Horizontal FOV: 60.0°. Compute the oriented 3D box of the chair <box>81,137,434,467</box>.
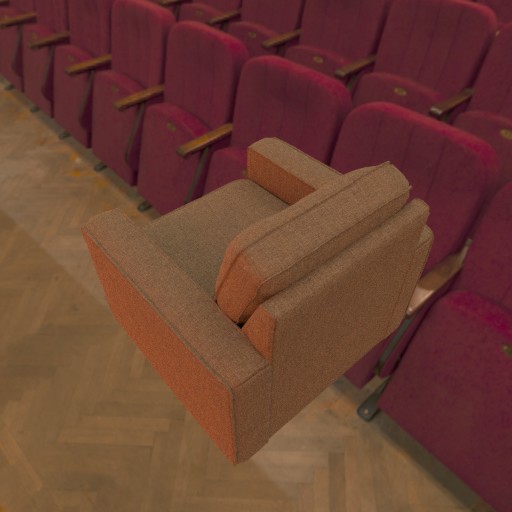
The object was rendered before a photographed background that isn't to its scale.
[{"bbox_3d":[0.000,0.000,1.758,1.016,0.914,0.940,-32,53,-28],"label":"chair"}]
